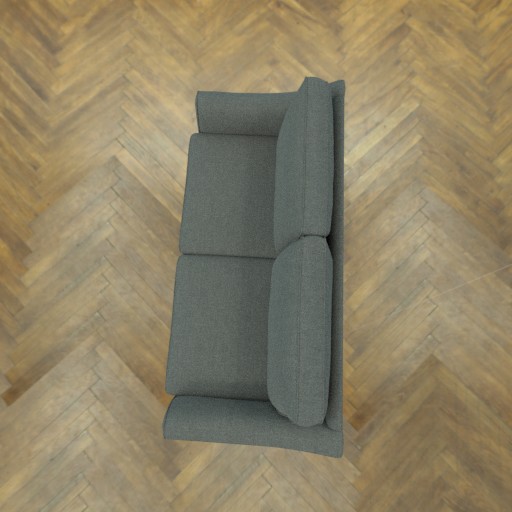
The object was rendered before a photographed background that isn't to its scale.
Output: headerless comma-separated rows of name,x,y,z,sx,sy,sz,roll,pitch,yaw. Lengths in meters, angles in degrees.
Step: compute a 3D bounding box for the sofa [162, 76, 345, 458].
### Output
sofa,0.000,0.000,2.786,1.013,0.976,2.203,3,76,1
